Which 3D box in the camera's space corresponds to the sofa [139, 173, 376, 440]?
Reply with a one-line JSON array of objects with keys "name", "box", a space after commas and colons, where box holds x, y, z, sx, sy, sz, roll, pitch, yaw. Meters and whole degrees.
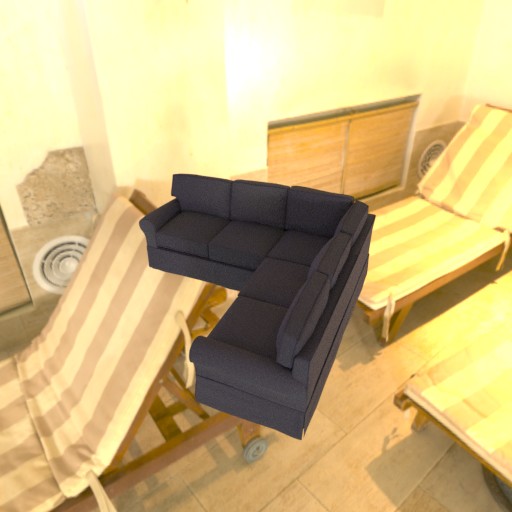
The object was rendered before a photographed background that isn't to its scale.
[{"name": "sofa", "box": [0.000, 0.000, 5.168, 2.874, 1.169, 3.773, -21, 37, -29]}]
